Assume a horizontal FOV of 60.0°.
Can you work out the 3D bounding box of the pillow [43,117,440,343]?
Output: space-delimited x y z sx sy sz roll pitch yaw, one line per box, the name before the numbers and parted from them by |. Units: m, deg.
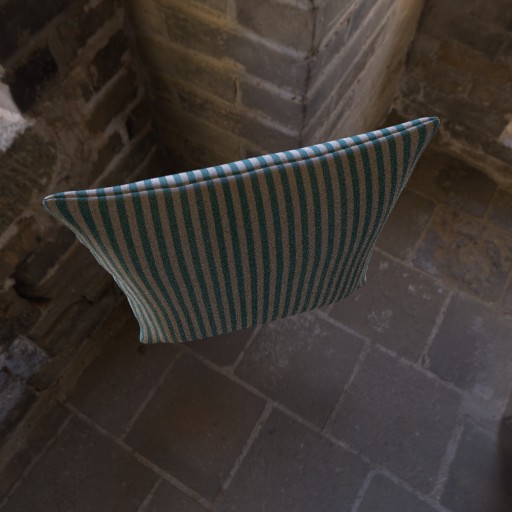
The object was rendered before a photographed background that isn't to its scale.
pillow | 0.000 0.000 0.776 0.523 0.510 0.166 -14 60 -8
